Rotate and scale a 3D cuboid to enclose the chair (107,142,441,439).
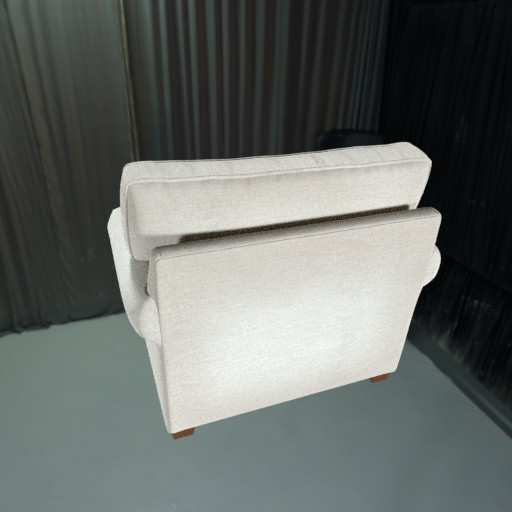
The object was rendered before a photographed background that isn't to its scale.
[{"bbox_3d":[0.000,0.000,1.795,1.092,0.961,0.965,-9,28,-18],"label":"chair"}]
